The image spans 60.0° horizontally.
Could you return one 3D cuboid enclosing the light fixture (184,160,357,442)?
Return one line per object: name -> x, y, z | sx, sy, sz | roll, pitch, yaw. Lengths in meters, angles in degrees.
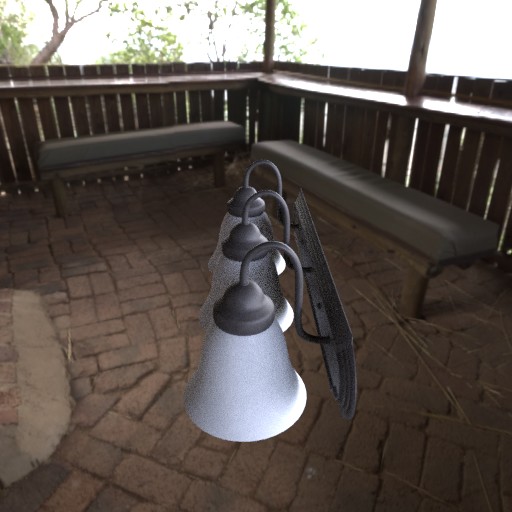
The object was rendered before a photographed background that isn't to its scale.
light fixture -> 0.000, 0.000, 0.723 | 0.199, 0.222, 0.610 | 0, 26, -1
